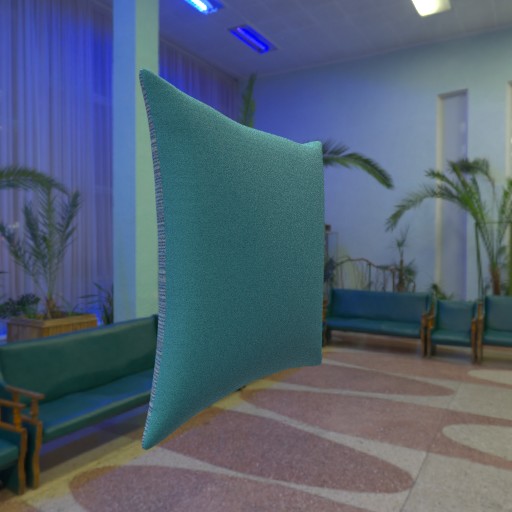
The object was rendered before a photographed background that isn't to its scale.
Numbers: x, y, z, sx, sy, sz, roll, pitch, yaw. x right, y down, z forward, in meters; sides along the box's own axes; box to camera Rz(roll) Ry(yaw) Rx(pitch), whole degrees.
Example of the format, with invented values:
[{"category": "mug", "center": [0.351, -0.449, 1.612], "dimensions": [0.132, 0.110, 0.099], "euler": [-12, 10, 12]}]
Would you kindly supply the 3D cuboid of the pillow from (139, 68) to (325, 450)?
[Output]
[{"category": "pillow", "center": [0.000, 0.000, 0.780], "dimensions": [0.150, 0.497, 0.514], "euler": [1, 1, 35]}]
